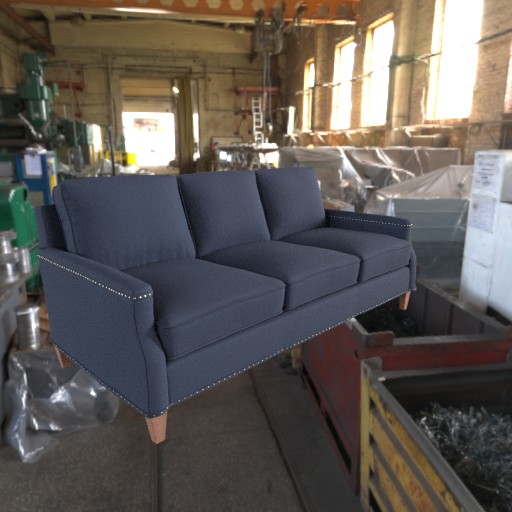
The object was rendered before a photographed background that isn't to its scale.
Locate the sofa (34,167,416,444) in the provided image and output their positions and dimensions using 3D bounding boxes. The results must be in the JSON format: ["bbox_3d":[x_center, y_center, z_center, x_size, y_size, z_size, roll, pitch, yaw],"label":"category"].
[{"bbox_3d":[0.000,0.000,2.723,1.084,1.003,2.246,13,19,43],"label":"sofa"}]
